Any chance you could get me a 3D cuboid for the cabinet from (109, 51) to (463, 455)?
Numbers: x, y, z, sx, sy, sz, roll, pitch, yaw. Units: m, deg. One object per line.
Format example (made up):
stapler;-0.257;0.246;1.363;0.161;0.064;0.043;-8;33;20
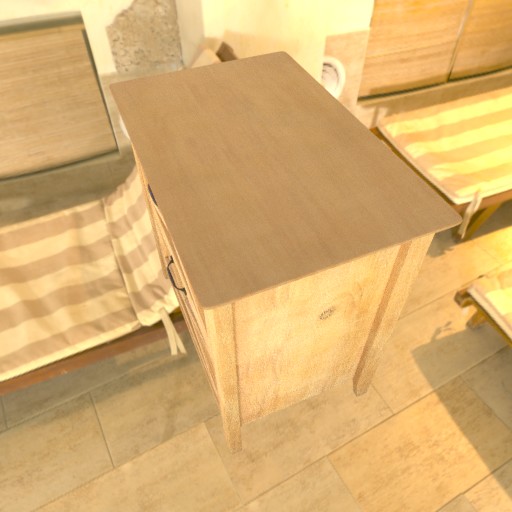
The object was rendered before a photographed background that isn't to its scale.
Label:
cabinet;0.000;0.000;1.254;0.503;0.762;0.763;-18;51;-15
